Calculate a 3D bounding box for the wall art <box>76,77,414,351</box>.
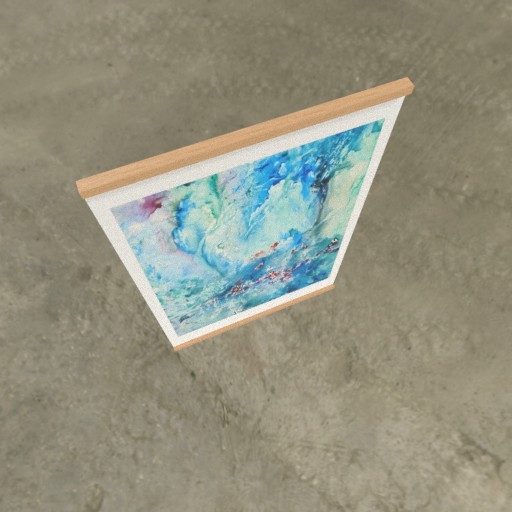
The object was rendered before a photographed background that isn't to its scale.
[{"bbox_3d":[0.000,0.000,0.766,0.401,0.611,0.016,-20,65,-10],"label":"wall art"}]
